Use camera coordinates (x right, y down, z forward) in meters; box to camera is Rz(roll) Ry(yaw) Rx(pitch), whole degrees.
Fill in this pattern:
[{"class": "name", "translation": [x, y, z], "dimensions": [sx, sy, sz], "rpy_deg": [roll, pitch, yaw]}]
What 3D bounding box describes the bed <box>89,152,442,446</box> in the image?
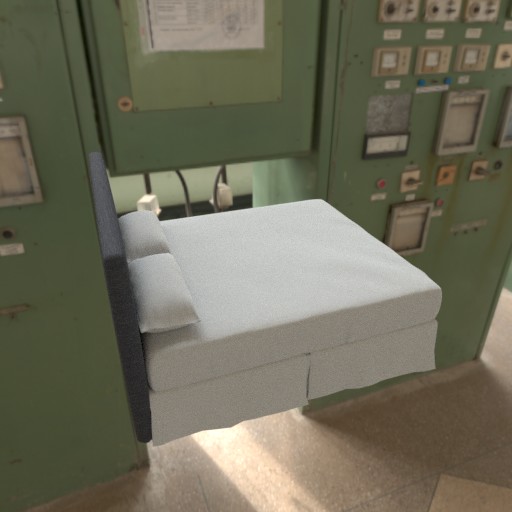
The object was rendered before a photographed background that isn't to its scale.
[{"class": "bed", "translation": [0.000, 0.000, 3.335], "dimensions": [2.142, 1.330, 1.884], "rpy_deg": [-10, 30, -18]}]
